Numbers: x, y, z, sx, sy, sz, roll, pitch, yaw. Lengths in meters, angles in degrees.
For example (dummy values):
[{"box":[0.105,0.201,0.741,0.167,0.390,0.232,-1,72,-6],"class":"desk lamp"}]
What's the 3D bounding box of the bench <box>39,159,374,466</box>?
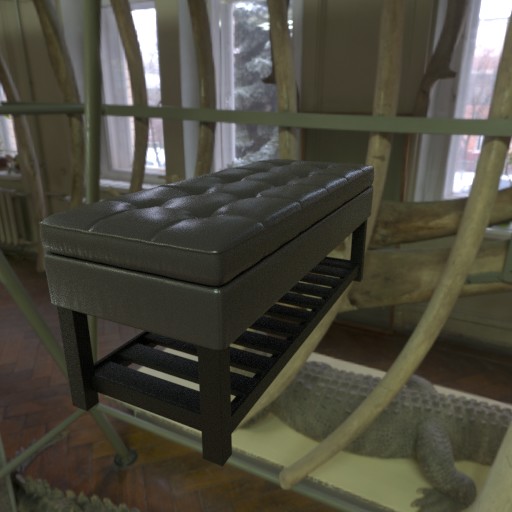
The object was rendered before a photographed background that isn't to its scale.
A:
[{"box":[0.000,0.000,1.315,0.432,0.460,1.105,9,21,25],"class":"bench"}]
